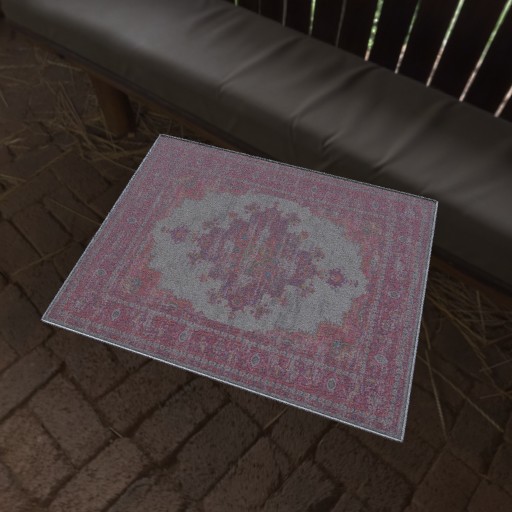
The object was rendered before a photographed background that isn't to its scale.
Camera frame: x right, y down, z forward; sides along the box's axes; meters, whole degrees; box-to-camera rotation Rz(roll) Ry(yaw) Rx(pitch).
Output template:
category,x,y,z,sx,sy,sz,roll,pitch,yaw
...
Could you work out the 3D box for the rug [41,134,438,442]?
category,x,y,z,sx,sy,sz,roll,pitch,yaw
rug,0.000,0.000,4.187,3.123,0.017,2.447,16,59,10
